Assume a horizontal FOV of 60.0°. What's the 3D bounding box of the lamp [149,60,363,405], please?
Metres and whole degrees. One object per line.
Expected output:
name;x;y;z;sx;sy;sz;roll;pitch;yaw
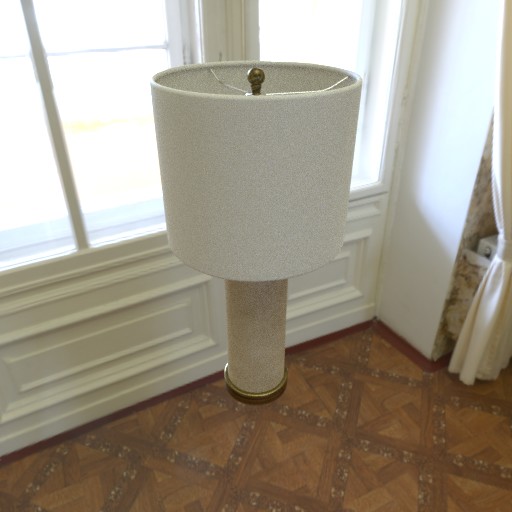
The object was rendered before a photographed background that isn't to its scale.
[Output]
lamp;0.000;0.000;0.803;0.305;0.634;0.305;9;32;15
